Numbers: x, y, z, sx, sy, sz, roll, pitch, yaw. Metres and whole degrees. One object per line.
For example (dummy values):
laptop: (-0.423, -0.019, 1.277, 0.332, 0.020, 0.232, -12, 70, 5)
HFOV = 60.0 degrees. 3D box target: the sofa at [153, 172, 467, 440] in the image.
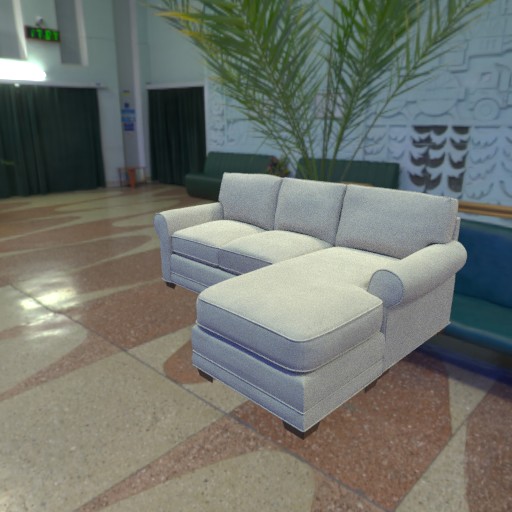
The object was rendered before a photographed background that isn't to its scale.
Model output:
sofa: (0.000, 0.000, 2.365, 1.226, 0.734, 1.770, -16, 23, -42)
